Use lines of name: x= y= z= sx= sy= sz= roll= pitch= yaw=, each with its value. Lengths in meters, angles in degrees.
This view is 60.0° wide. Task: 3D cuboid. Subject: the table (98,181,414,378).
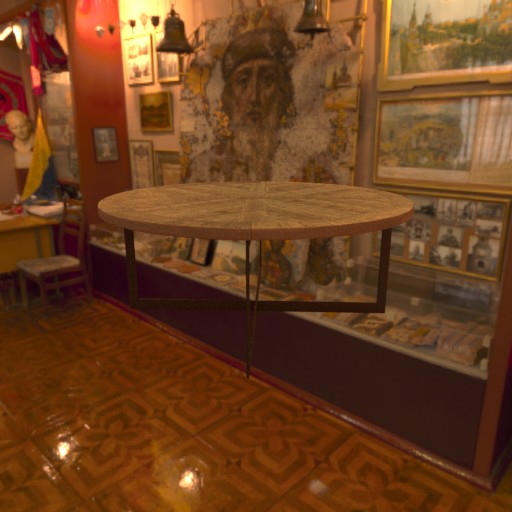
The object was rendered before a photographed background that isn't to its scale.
table: x=0.000 y=0.000 z=1.939 sx=1.264 sy=0.516 sz=1.264 roll=0 pitch=16 yaw=0
